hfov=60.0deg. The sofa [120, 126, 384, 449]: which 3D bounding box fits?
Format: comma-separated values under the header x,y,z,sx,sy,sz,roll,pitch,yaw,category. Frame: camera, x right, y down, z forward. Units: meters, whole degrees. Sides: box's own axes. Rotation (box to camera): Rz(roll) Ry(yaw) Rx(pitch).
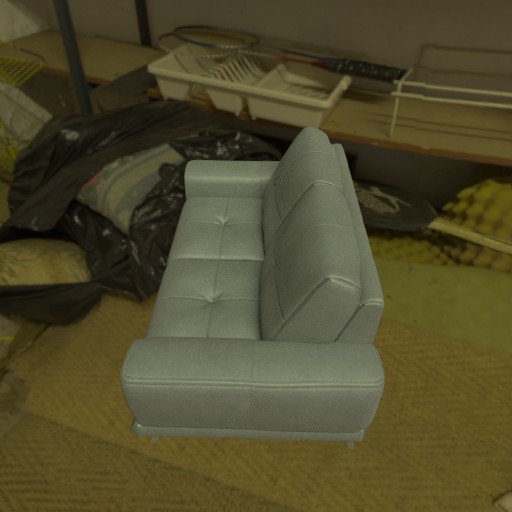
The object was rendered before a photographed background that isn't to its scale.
x,y,z,sx,sy,sz,roll,pitch,yaw,category
0.000,0.000,2.370,1.018,0.907,1.806,1,39,1,sofa
